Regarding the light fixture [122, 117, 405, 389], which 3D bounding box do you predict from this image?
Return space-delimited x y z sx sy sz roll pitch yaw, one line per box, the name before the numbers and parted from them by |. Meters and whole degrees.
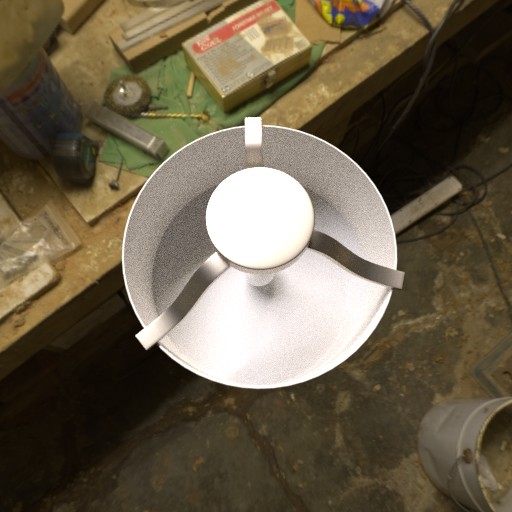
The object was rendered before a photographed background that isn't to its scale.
light fixture | 0.000 0.000 0.651 0.395 0.304 0.395 0 74 0
